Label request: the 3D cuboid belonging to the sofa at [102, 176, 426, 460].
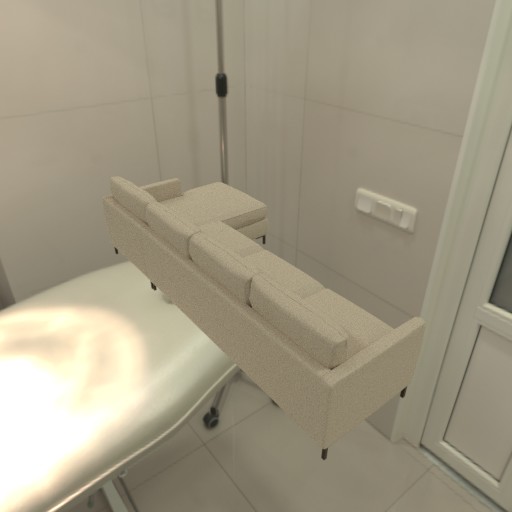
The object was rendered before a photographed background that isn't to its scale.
[{"bbox_3d":[0.000,0.000,3.284,1.258,0.755,2.731,-22,37,-32],"label":"sofa"}]
